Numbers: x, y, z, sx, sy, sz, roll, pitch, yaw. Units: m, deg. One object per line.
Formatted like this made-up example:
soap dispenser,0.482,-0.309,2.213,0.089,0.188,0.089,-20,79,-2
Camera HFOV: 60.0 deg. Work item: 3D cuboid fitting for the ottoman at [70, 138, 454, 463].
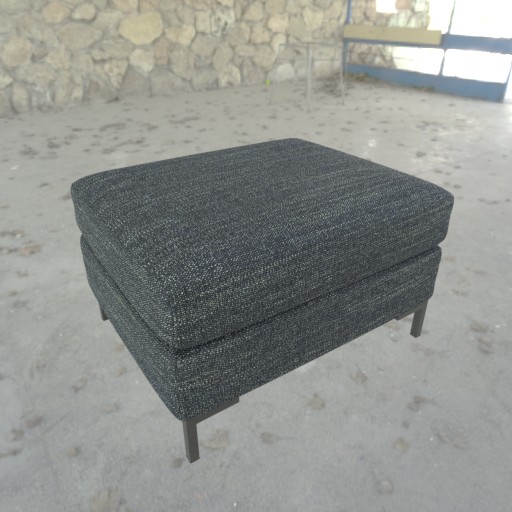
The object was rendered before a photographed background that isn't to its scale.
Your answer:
ottoman,0.000,0.000,1.242,0.814,0.491,0.667,-18,34,-29
